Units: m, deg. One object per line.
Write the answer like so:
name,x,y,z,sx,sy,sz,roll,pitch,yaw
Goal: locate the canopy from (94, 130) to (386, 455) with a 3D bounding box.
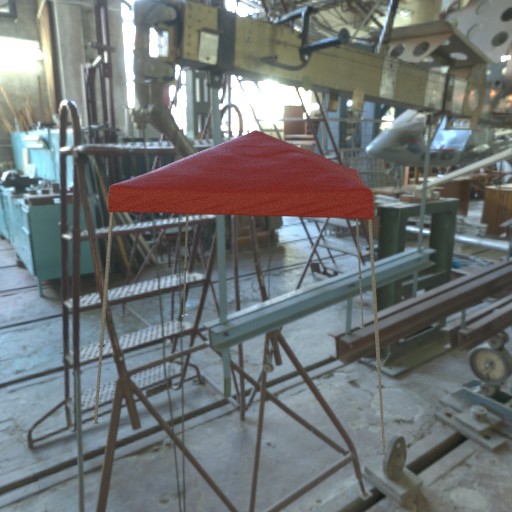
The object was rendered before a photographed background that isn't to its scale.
canopy,0.000,0.000,6.589,3.600,3.600,3.599,2,15,9
